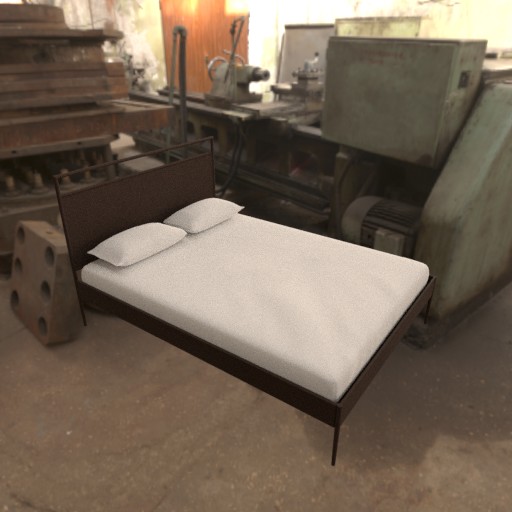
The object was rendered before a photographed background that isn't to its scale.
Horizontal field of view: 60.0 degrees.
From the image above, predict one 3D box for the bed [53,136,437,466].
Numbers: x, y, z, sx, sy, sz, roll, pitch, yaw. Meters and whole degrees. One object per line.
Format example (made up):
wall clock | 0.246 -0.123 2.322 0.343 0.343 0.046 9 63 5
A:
bed | 0.000 0.000 3.139 2.122 1.173 1.572 18 31 32
